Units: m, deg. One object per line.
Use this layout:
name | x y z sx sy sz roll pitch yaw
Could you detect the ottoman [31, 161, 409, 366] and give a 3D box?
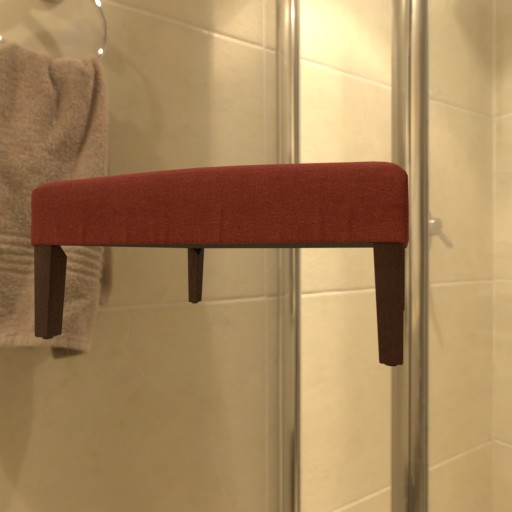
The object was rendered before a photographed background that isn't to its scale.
ottoman | 0.000 0.000 1.371 0.890 0.411 0.889 0 0 19
